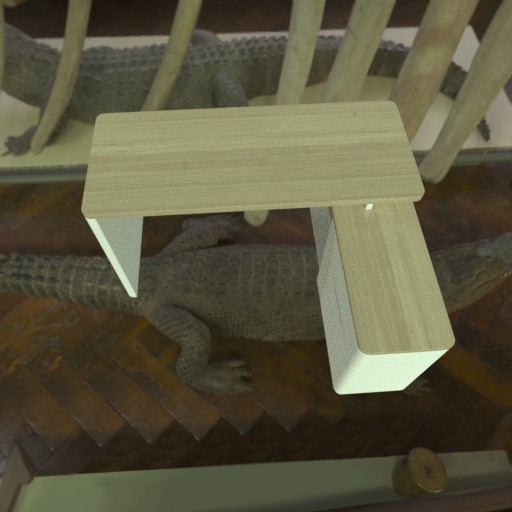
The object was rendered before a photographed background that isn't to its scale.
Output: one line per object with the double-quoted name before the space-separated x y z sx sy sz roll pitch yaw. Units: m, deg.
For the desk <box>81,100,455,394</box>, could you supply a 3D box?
"desk" 0.000 0.000 2.111 1.400 0.770 1.175 -3 59 -2
